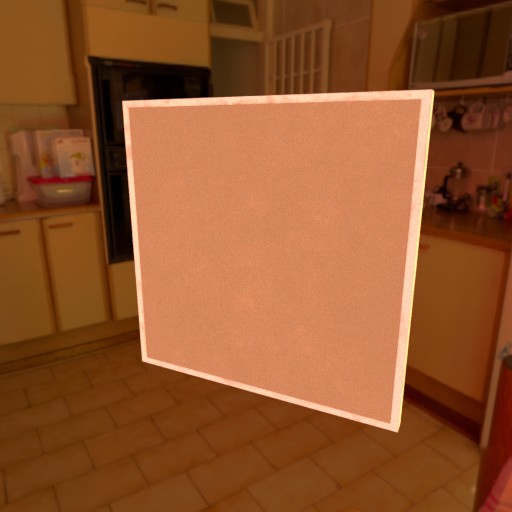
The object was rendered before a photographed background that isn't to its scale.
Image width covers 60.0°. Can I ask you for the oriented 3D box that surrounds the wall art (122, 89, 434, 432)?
[{"bbox_3d":[0.000,0.000,1.117,0.760,0.757,0.038,8,17,25],"label":"wall art"}]
